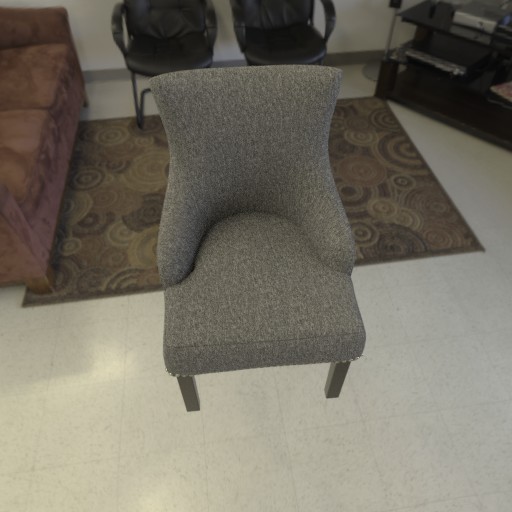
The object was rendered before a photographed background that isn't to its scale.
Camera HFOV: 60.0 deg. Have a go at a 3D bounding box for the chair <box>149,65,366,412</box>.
[{"bbox_3d":[0.000,0.000,1.334,0.566,0.909,0.629,-4,49,-4],"label":"chair"}]
